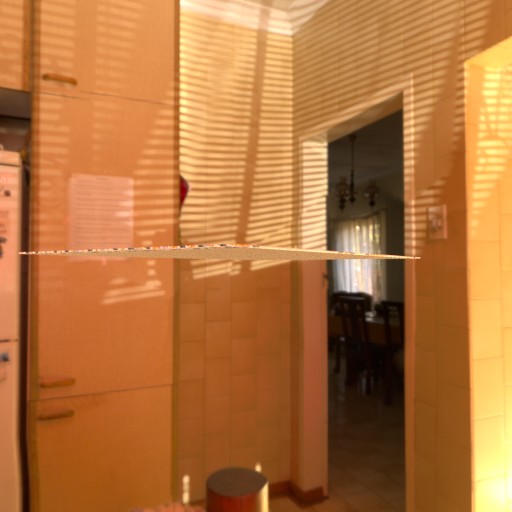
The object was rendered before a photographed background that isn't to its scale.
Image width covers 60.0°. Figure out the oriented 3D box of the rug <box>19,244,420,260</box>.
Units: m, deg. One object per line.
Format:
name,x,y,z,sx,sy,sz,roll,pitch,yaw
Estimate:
rug,0.000,0.000,3.012,1.533,0.010,2.428,-1,-2,35
